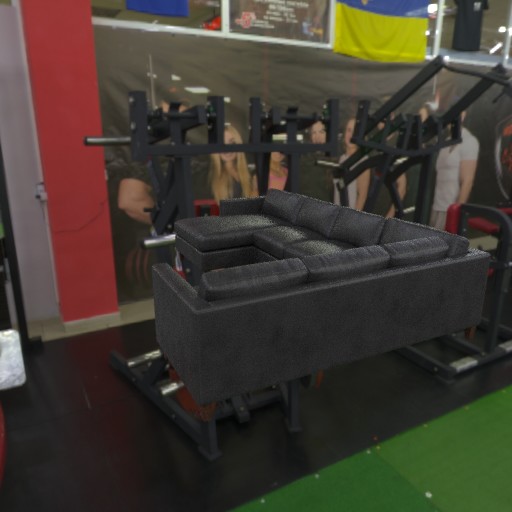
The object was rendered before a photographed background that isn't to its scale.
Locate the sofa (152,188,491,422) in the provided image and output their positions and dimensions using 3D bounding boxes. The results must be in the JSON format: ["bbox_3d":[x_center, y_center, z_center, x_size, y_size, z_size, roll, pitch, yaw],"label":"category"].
[{"bbox_3d":[0.000,0.000,4.427,2.452,0.891,3.324,-8,19,-26],"label":"sofa"}]
